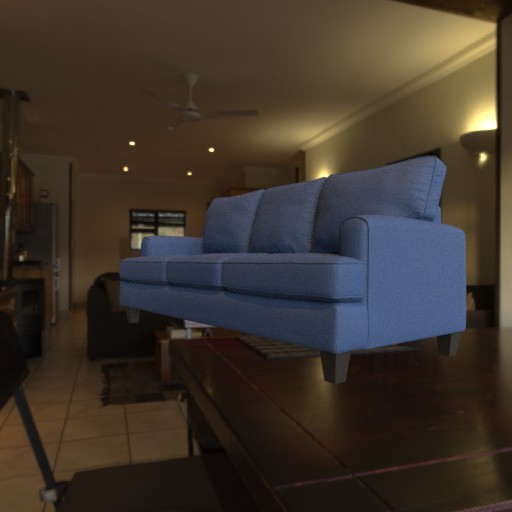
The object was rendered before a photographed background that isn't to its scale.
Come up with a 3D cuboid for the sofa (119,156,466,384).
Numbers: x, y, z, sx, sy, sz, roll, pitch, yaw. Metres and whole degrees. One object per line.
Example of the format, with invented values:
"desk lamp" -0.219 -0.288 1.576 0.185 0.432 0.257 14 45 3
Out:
"sofa" 0.000 0.000 2.692 0.951 0.965 2.158 0 -1 -37
